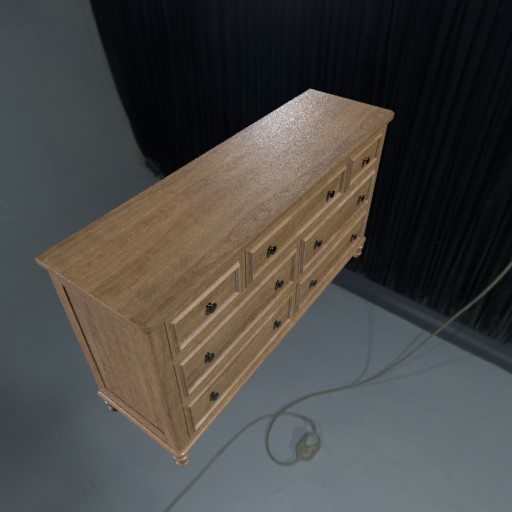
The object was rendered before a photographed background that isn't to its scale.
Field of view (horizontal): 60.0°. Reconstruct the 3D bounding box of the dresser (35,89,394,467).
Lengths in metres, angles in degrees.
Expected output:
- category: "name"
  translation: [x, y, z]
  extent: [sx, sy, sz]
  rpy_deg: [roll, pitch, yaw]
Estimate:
- category: "dresser"
  translation: [0.000, 0.000, 1.982]
  extent: [0.468, 0.892, 1.583]
  rpy_deg: [26, 48, 26]
